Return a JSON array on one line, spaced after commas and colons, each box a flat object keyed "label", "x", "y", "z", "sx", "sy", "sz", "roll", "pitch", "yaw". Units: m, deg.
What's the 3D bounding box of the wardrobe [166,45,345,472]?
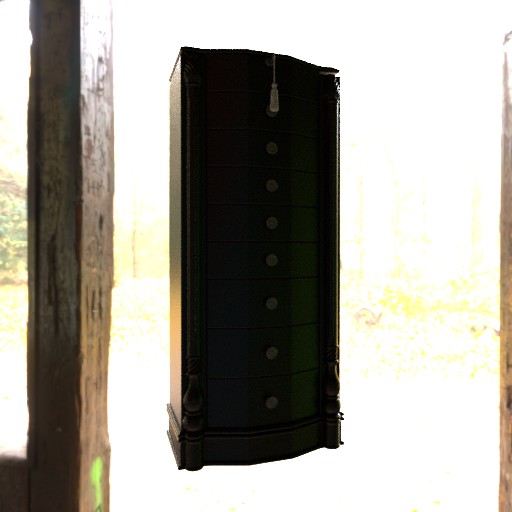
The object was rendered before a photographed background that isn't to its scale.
[{"label": "wardrobe", "x": 0.000, "y": 0.000, "z": 1.192, "sx": 0.444, "sy": 1.011, "sz": 0.295, "roll": 0, "pitch": 1, "yaw": -18}]
